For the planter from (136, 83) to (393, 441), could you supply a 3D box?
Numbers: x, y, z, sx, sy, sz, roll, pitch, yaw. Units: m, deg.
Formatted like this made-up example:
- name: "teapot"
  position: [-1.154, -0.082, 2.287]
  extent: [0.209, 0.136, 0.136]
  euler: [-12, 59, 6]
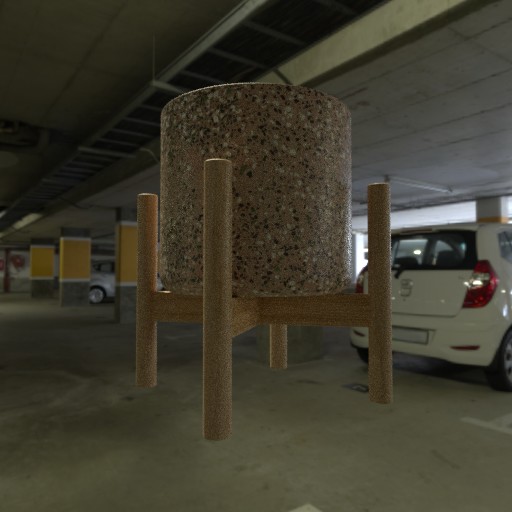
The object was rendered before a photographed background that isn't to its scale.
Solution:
- name: "planter"
  position: [0.000, 0.000, 0.524]
  extent: [0.284, 0.320, 0.284]
  euler: [-2, -3, 36]
